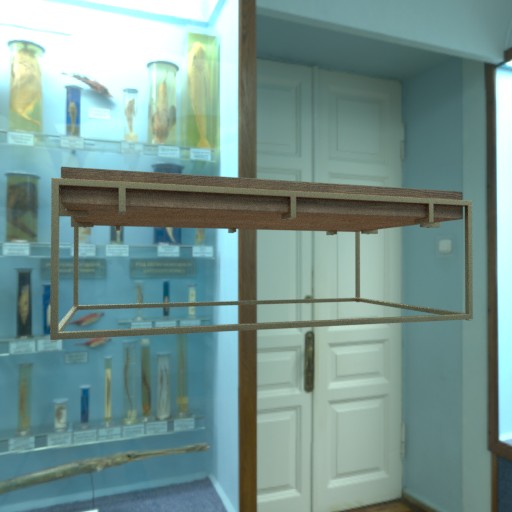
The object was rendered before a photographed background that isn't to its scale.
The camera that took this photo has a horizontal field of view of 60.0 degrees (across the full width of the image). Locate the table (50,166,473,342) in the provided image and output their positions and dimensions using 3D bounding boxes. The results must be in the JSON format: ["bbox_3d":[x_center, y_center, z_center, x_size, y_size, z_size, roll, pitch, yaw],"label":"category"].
[{"bbox_3d":[0.000,0.000,1.747,1.387,0.468,0.775,0,-1,-18],"label":"table"}]
